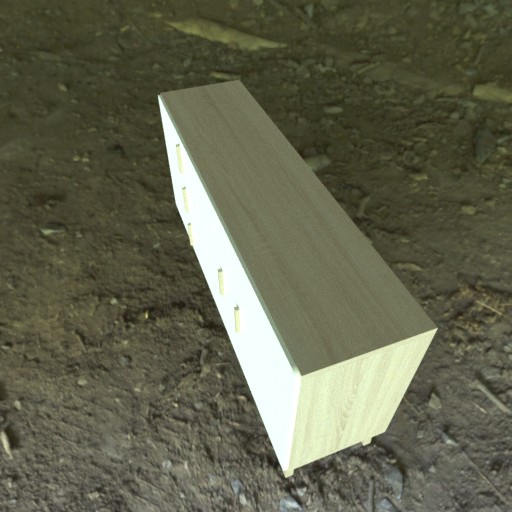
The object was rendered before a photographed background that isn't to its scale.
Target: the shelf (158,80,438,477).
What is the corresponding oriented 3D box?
[{"bbox_3d":[0.000,0.000,1.814,0.400,0.780,1.490,-15,48,-14],"label":"shelf"}]
